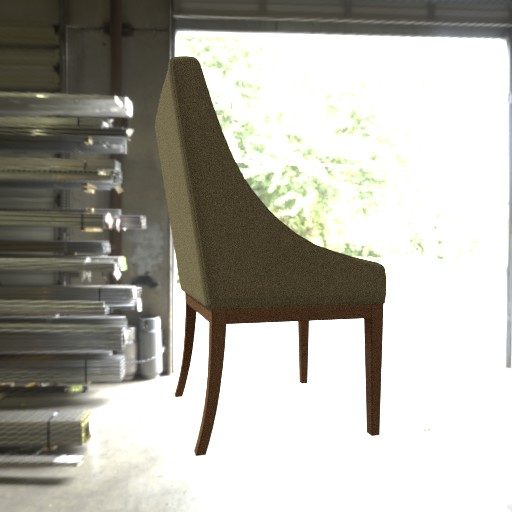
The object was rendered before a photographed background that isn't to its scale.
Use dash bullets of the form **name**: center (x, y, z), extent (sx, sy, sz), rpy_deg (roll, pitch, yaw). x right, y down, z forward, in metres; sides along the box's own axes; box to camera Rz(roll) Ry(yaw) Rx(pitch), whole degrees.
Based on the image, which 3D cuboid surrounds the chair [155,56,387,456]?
- **chair**: center (0.000, 0.000, 1.441), extent (0.611, 1.021, 0.575), rpy_deg (0, 1, -17)
